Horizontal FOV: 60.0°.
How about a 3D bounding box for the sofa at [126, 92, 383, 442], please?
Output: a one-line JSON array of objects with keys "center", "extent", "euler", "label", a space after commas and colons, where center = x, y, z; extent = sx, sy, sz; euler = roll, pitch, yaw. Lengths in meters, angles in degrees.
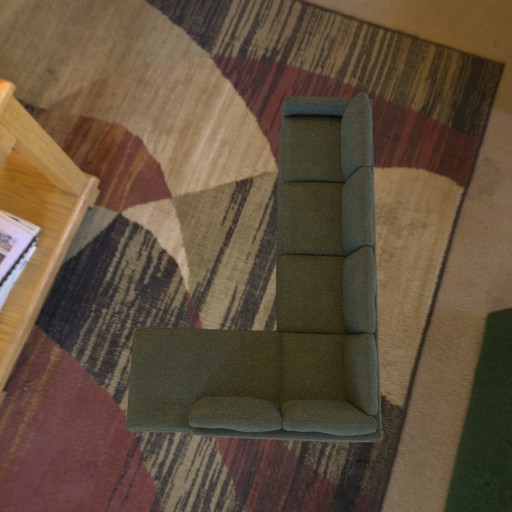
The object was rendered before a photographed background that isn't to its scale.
[{"center": [0.000, 0.000, 3.850], "extent": [2.007, 0.815, 2.949], "euler": [2, 76, 0], "label": "sofa"}]
